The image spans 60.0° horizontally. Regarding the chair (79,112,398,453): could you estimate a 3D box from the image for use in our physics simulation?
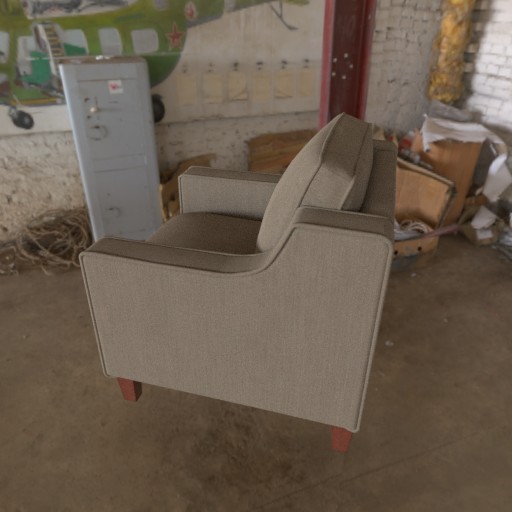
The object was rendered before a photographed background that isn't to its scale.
[{"bbox_3d":[0.000,0.000,1.642,0.909,0.960,0.831,8,31,14],"label":"chair"}]
